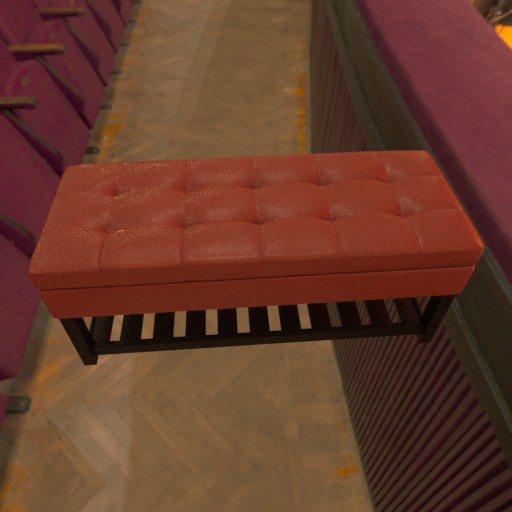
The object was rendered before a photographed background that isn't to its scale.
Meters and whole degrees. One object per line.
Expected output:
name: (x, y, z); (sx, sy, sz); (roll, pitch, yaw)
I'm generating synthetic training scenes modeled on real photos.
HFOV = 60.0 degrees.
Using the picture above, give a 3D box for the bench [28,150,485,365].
bench: (0.000, 0.000, 1.343); (1.105, 0.460, 0.432); (-3, 47, -3)
